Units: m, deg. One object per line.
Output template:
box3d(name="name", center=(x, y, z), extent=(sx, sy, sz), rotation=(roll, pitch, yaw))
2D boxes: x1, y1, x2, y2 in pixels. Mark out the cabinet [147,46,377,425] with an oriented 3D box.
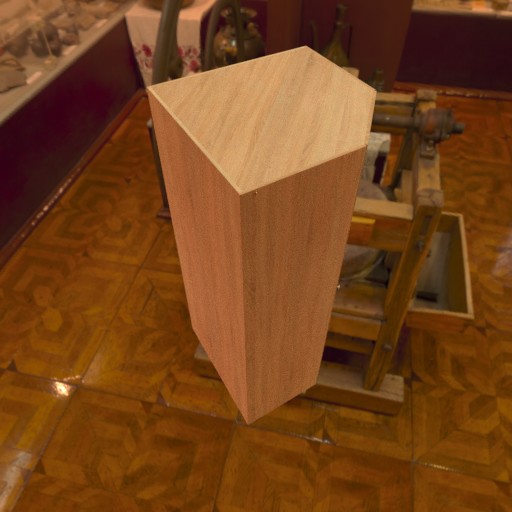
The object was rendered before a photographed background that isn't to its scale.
box3d(name="cabinet", center=(0.000, 0.000, 2.830), extent=(1.094, 2.120, 1.327), rotation=(11, 49, 10))
